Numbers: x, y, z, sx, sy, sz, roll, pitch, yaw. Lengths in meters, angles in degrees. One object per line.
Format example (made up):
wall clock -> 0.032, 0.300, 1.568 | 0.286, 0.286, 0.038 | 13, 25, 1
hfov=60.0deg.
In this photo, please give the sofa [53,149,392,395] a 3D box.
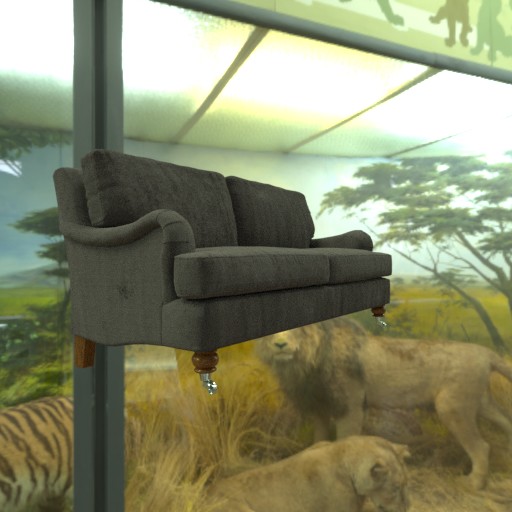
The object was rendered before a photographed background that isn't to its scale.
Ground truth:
sofa -> 0.000, 0.000, 2.805 | 1.086, 1.087, 2.165 | 0, 0, 36
